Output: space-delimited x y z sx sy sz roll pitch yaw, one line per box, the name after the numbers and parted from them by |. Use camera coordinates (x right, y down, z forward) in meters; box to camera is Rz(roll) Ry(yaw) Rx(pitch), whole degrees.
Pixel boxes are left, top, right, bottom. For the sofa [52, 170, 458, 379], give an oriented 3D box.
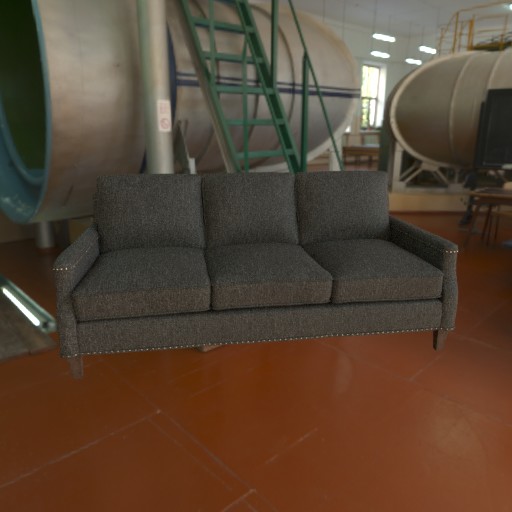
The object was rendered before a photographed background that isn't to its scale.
0.000 0.000 2.868 2.246 1.003 1.084 -2 17 -8 | sofa
